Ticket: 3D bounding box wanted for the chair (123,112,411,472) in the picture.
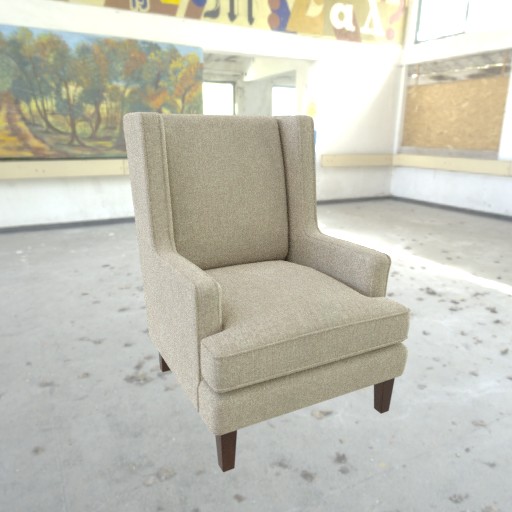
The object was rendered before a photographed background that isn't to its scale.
[{"bbox_3d":[0.000,0.000,1.737,0.764,1.082,0.948,-8,18,-26],"label":"chair"}]
